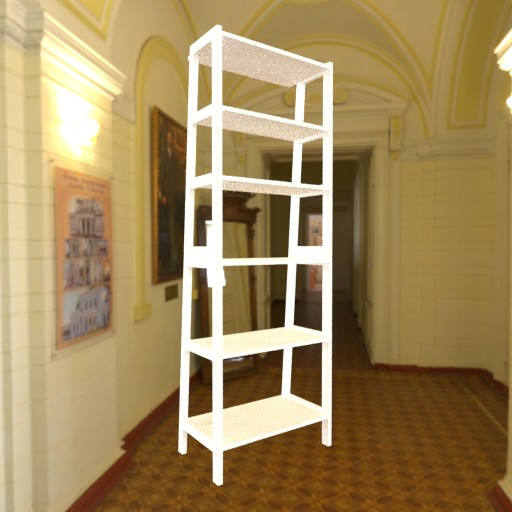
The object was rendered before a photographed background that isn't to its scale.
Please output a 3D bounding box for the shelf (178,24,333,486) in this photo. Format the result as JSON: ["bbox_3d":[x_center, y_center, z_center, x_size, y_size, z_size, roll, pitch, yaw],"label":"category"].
[{"bbox_3d":[0.000,0.000,2.160,0.660,1.892,0.381,-1,2,-35],"label":"shelf"}]
